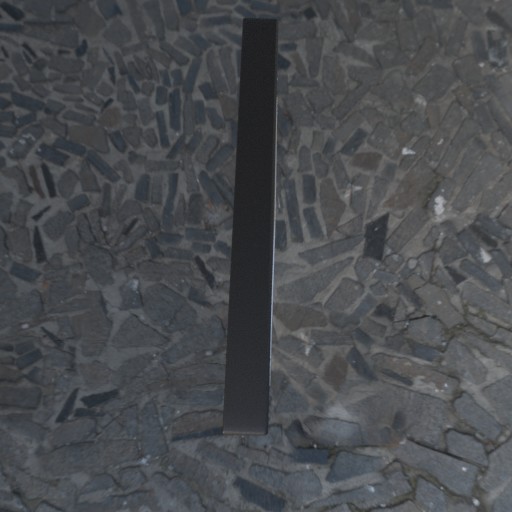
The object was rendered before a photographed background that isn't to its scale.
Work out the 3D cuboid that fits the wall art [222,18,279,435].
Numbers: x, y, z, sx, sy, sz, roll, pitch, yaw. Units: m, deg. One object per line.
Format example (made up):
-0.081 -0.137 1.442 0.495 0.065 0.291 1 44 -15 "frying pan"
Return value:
0.000 0.000 0.604 0.041 0.407 0.406 2 75 0 "wall art"
